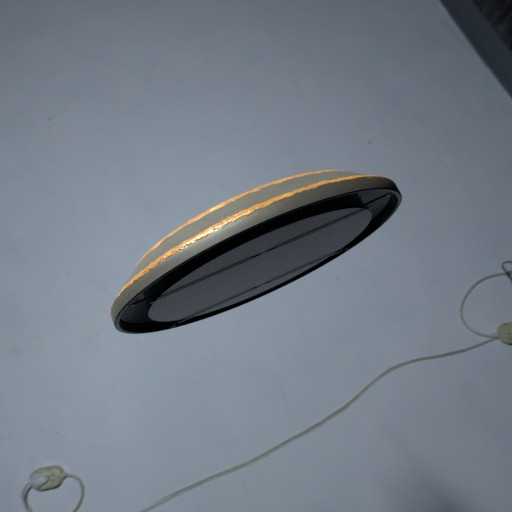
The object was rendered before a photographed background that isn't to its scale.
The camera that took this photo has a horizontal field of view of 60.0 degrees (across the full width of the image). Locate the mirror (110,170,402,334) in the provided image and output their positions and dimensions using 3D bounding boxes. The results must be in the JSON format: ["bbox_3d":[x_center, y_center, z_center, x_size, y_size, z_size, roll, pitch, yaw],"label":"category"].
[{"bbox_3d":[0.000,0.000,1.360,0.907,0.907,0.111,-23,76,-6],"label":"mirror"}]
